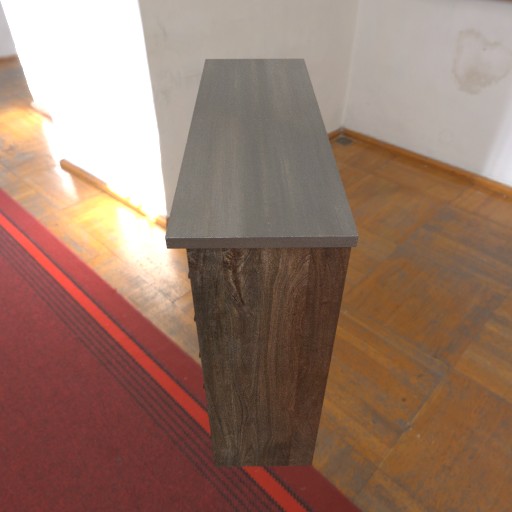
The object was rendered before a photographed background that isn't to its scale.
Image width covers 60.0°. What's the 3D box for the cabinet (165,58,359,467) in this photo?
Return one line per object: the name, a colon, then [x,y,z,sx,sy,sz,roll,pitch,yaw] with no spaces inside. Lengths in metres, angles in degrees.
cabinet: [0.000,0.000,1.423,0.338,0.919,0.968,-1,41,-1]
